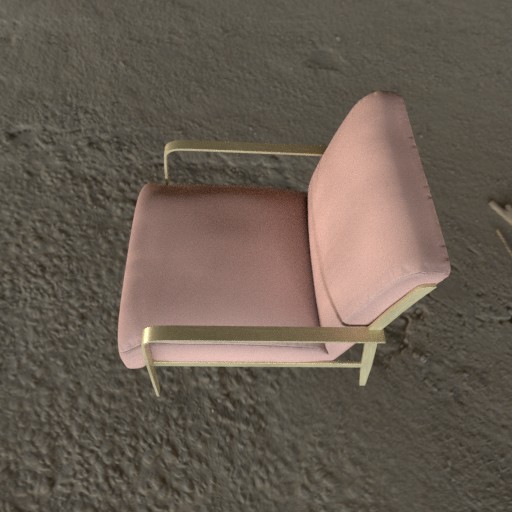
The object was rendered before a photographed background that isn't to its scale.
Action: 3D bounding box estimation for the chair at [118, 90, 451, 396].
[{"bbox_3d":[0.000,0.000,1.446,0.848,0.823,0.701,-1,59,-1],"label":"chair"}]
